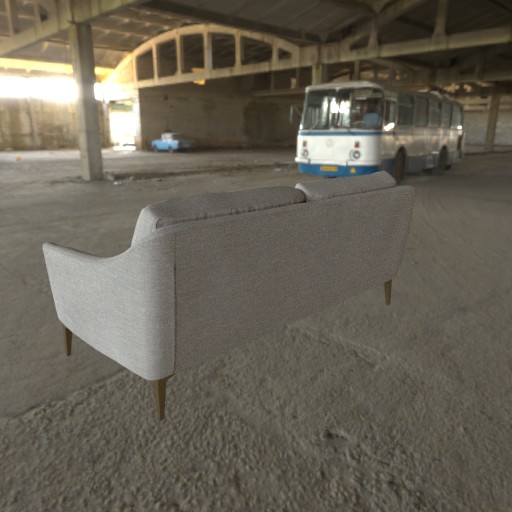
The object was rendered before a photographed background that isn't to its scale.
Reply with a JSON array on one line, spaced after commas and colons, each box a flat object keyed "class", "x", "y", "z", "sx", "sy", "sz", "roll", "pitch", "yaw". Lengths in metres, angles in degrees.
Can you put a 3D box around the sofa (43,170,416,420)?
[{"class": "sofa", "x": 0.000, "y": 0.000, "z": 2.570, "sx": 2.036, "sy": 0.913, "sz": 0.980, "roll": -15, "pitch": 22, "yaw": -42}]
